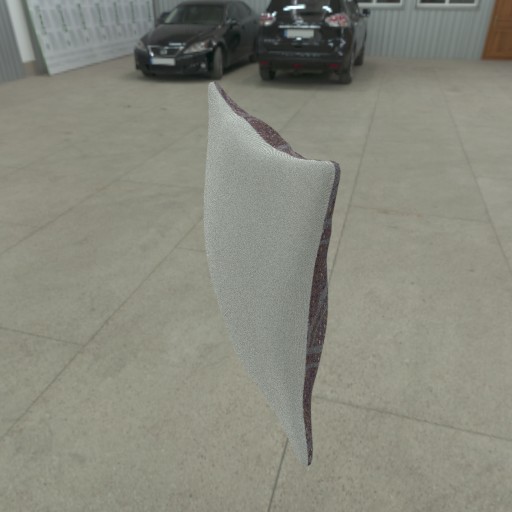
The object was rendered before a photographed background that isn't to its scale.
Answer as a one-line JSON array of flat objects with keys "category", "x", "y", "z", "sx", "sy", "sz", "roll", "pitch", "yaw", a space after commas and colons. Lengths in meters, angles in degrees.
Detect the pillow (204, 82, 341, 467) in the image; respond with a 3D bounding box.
[{"category": "pillow", "x": 0.000, "y": 0.000, "z": 0.797, "sx": 0.163, "sy": 0.513, "sz": 0.514, "roll": -10, "pitch": 32, "yaw": -16}]
